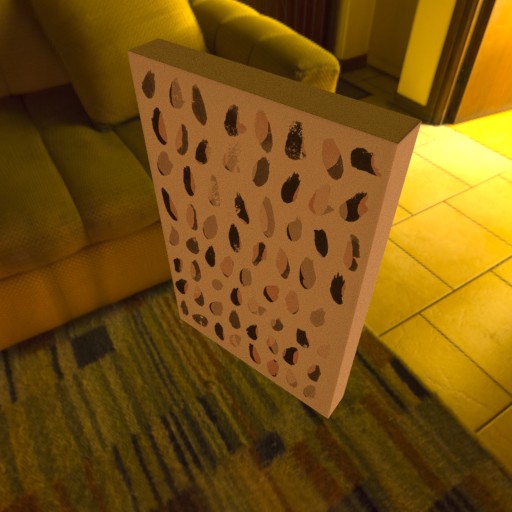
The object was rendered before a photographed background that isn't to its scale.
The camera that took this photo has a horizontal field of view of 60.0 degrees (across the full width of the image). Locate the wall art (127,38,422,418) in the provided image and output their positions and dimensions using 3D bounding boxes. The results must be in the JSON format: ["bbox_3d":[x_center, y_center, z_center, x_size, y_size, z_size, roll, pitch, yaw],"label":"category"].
[{"bbox_3d":[0.000,0.000,0.475,0.252,0.381,0.039,28,51,26],"label":"wall art"}]
